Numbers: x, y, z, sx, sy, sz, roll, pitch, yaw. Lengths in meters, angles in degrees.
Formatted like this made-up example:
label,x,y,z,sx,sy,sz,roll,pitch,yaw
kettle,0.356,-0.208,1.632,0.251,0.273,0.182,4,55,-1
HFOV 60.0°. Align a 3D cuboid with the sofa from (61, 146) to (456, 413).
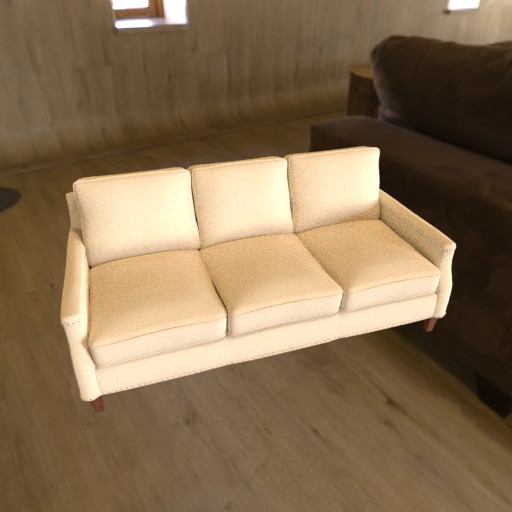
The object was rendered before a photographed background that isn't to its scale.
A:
label,x,y,z,sx,sy,sz,roll,pitch,yaw
sofa,0.000,0.000,2.806,2.246,1.003,1.084,-10,34,-15
